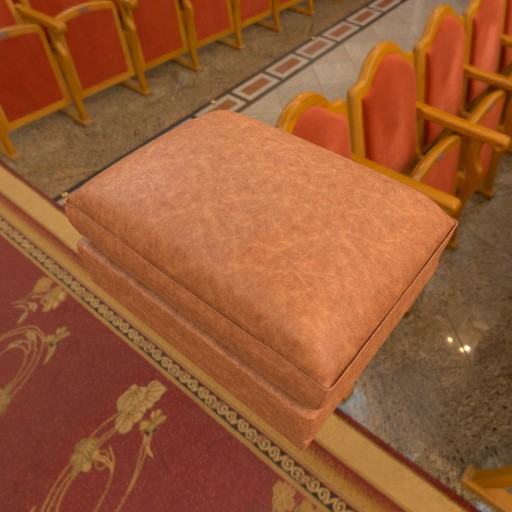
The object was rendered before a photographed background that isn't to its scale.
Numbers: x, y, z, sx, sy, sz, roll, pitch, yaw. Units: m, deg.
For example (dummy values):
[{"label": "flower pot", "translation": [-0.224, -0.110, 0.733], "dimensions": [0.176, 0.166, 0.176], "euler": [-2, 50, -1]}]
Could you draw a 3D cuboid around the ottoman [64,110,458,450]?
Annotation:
[{"label": "ottoman", "translation": [0.000, 0.000, 1.066], "dimensions": [0.710, 0.480, 0.533], "euler": [31, 55, 26]}]
